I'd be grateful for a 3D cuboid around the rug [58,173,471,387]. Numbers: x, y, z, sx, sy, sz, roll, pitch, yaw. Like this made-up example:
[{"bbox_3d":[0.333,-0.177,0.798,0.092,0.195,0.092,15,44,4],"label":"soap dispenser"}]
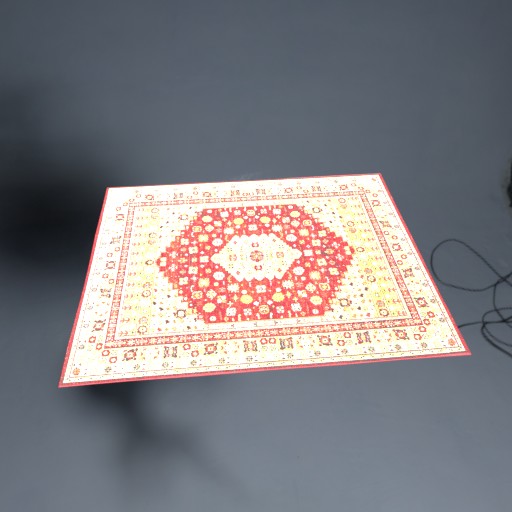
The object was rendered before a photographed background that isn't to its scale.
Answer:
[{"bbox_3d":[0.000,0.000,4.091,3.053,0.013,2.387,-4,45,-4],"label":"rug"}]
